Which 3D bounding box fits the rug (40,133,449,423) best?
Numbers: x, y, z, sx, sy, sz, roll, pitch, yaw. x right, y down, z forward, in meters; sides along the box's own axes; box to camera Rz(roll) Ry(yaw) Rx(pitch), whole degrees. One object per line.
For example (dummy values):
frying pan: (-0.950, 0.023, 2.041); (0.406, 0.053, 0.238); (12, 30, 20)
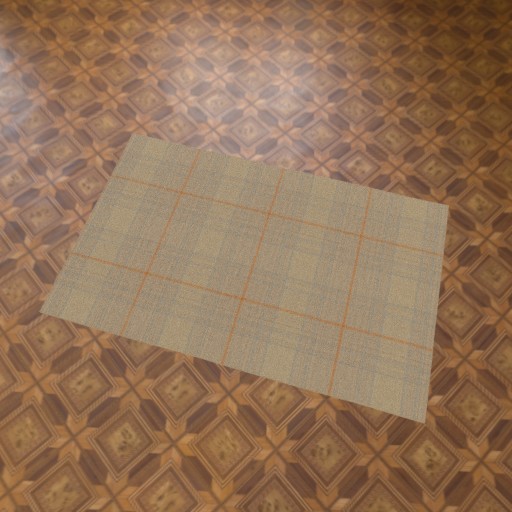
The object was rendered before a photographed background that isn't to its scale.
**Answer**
rug: (0.000, 0.000, 3.002); (2.442, 0.016, 1.527); (14, 65, 7)
